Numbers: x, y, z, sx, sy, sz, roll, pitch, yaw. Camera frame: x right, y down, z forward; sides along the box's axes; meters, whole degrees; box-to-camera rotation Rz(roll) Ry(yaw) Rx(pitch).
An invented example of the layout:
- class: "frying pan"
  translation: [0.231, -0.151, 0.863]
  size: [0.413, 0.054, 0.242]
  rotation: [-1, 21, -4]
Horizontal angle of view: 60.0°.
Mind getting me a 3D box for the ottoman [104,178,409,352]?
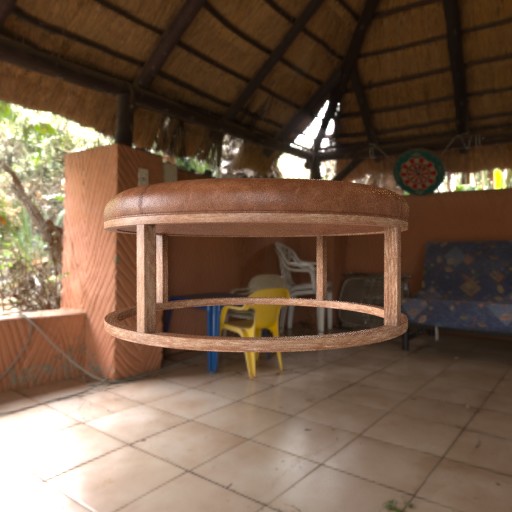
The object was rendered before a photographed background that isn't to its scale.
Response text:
- class: "ottoman"
  translation: [0.000, 0.000, 1.535]
  size: [1.006, 0.445, 1.006]
  rotation: [0, 0, 0]
